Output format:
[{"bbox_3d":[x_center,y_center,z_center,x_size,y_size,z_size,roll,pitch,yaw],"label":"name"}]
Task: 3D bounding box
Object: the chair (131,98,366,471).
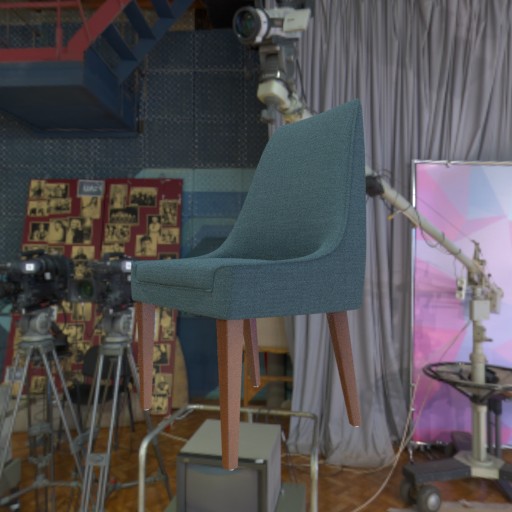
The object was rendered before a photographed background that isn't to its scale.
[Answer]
[{"bbox_3d":[0.000,0.000,1.208,0.544,0.861,0.529,0,0,-36],"label":"chair"}]
